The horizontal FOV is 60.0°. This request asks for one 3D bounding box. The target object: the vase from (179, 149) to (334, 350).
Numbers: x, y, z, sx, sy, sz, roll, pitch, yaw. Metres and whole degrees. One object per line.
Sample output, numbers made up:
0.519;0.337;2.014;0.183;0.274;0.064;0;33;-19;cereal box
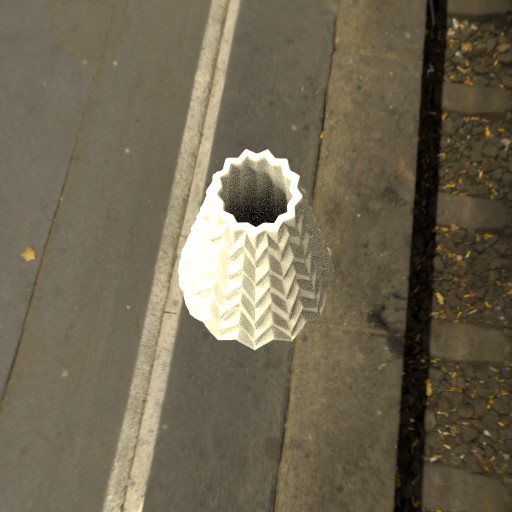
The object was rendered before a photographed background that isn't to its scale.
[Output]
0.000;0.000;0.421;0.167;0.328;0.167;0;76;0;vase
